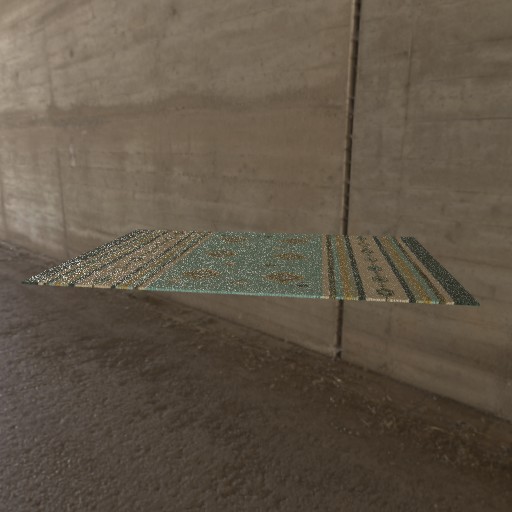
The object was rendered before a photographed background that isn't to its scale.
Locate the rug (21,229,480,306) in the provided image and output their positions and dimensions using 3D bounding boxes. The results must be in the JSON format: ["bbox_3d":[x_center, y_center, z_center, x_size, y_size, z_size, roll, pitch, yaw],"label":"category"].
[{"bbox_3d":[0.000,0.000,2.309,1.811,0.010,1.212,2,14,8],"label":"rug"}]
